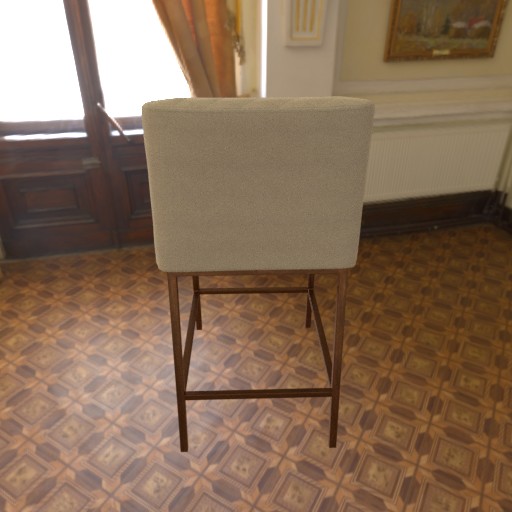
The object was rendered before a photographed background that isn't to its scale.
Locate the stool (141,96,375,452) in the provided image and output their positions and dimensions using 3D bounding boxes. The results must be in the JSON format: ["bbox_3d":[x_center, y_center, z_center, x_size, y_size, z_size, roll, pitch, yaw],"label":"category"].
[{"bbox_3d":[0.000,0.000,1.296,0.507,0.973,0.576,-1,30,-2],"label":"stool"}]
